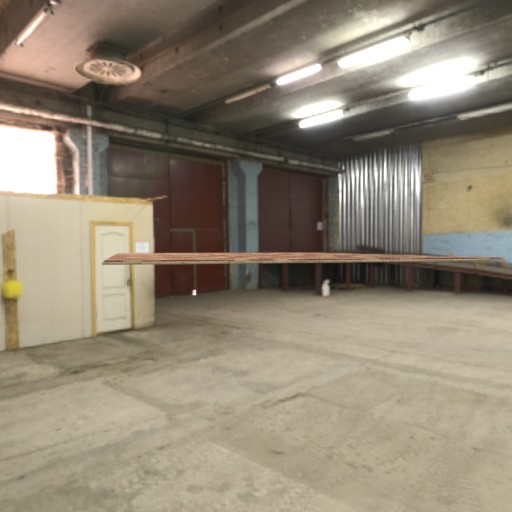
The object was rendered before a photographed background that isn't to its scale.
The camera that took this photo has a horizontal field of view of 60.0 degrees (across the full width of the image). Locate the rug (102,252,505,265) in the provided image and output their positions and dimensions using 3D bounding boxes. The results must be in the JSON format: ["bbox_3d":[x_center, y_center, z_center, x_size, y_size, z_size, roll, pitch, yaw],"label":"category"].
[{"bbox_3d":[0.000,0.000,3.977,2.466,0.021,3.049,0,1,-16],"label":"rug"}]
